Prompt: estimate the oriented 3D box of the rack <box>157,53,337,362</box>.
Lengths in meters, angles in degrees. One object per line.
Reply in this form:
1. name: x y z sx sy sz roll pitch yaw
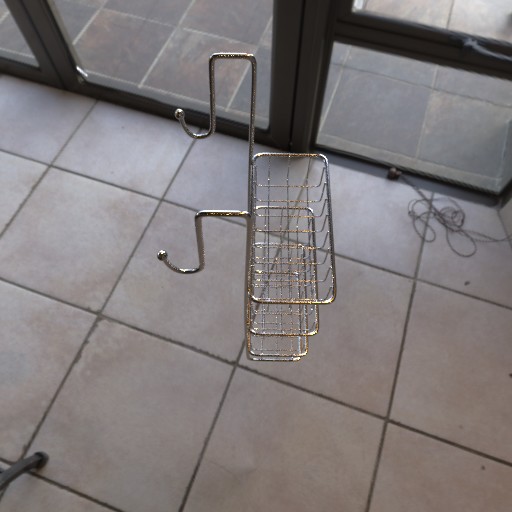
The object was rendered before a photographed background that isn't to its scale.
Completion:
1. rack: 0.000 0.000 0.680 0.202 0.574 0.228 1 64 0
